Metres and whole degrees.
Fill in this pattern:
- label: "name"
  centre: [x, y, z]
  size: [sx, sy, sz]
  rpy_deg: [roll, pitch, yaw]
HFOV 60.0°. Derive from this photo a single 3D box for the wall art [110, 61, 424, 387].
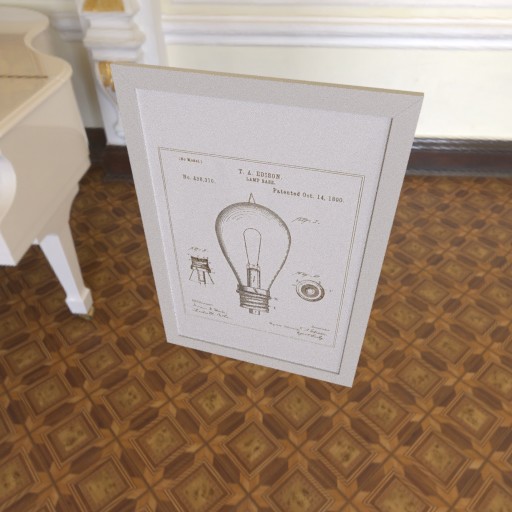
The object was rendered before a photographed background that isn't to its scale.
- label: "wall art"
  centre: [0.000, 0.000, 0.600]
  size: [0.325, 0.474, 0.010]
  rpy_deg: [11, 42, 12]
